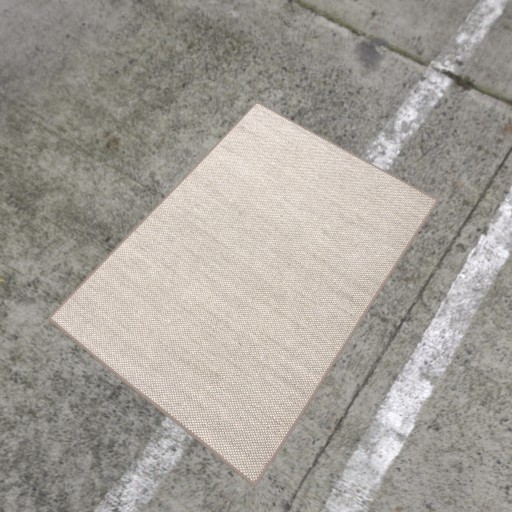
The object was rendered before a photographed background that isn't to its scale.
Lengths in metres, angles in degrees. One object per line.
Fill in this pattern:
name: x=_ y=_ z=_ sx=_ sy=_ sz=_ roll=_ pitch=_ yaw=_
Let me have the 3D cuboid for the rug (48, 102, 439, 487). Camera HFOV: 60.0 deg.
rug: x=0.000 y=0.000 z=2.791 sx=1.517 sy=0.013 sz=2.115 roll=33 pitch=69 yaw=15
